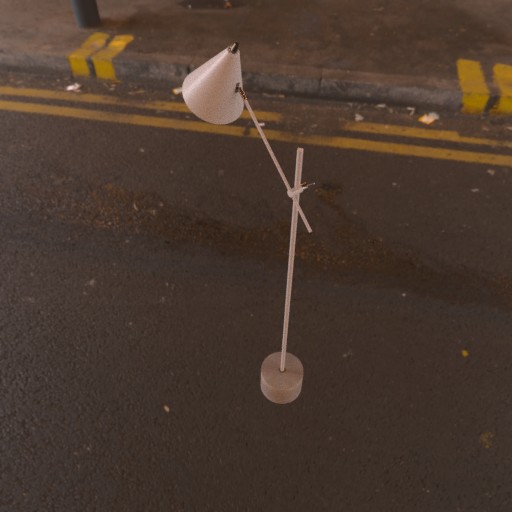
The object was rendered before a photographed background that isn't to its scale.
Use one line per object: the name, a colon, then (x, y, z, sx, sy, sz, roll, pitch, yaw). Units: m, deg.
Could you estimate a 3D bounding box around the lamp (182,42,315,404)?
lamp: (0.000, 0.000, 1.582, 0.223, 1.430, 0.508, -29, 52, -25)
